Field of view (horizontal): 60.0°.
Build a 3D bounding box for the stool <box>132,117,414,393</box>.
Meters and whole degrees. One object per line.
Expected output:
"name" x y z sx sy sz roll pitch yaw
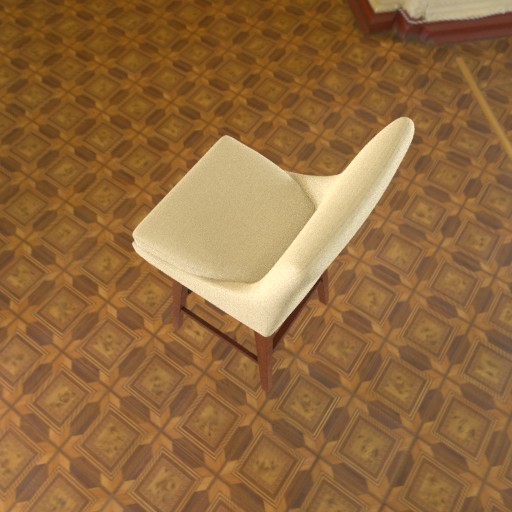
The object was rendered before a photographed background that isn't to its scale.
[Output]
"stool" 0.000 0.000 1.384 0.559 1.097 0.470 31 67 15
